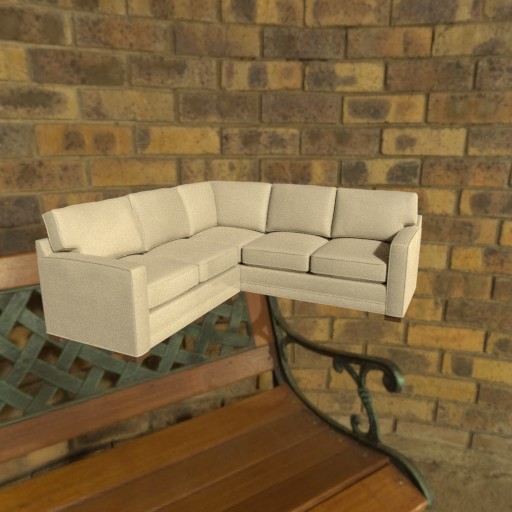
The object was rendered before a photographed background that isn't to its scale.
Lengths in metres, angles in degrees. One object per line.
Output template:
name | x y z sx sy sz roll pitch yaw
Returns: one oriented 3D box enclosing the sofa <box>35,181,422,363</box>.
sofa | 0.000 0.000 3.441 2.189 0.939 2.182 7 17 25
